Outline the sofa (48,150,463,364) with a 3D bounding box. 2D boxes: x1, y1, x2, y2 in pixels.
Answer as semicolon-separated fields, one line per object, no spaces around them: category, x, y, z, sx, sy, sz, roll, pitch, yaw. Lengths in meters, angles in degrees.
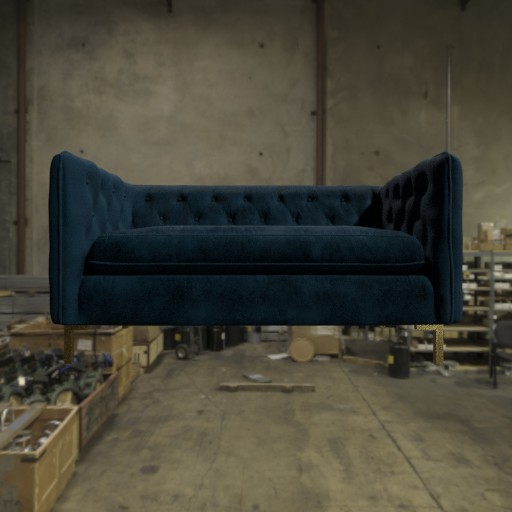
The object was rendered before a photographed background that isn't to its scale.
sofa;0.000;0.000;2.075;1.583;0.810;0.909;0;0;0
